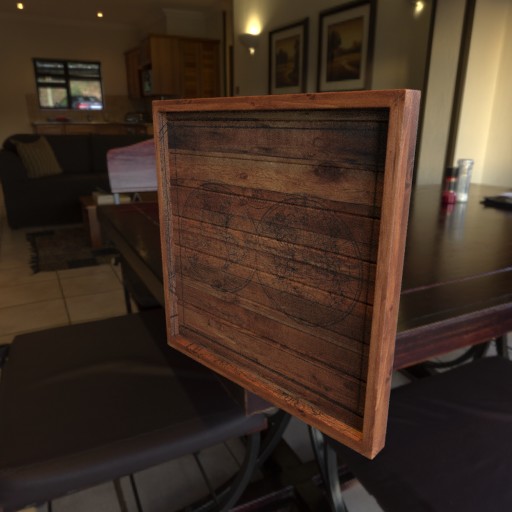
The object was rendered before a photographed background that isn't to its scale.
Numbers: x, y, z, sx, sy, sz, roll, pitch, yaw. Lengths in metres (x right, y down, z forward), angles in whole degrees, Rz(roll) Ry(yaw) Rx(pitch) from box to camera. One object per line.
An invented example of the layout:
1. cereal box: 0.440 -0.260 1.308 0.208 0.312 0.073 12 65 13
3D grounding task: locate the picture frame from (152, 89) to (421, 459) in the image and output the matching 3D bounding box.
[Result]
1. picture frame: 0.000 0.000 0.526 0.352 0.356 0.028 16 23 41
